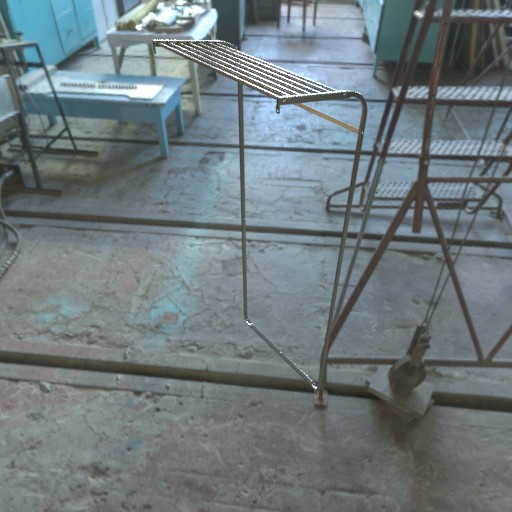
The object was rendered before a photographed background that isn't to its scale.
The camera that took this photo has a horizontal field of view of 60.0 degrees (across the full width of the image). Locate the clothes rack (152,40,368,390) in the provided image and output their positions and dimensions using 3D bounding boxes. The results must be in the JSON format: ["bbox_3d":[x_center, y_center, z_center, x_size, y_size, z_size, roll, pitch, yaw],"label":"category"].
[{"bbox_3d":[0.000,0.000,1.808,0.349,1.574,0.609,-28,48,-28],"label":"clothes rack"}]
